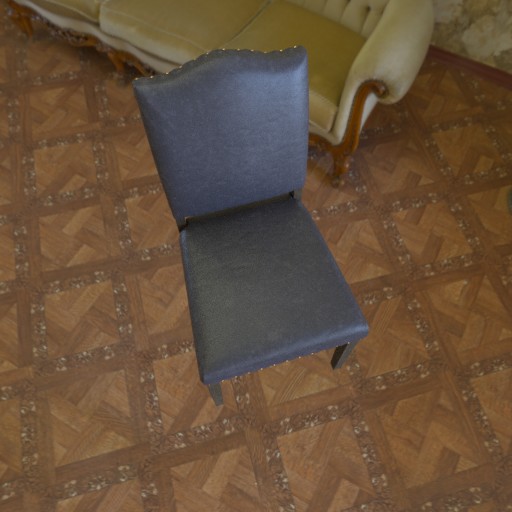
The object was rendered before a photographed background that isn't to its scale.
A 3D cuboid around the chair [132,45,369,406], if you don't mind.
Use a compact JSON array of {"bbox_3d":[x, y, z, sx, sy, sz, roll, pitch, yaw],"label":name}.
[{"bbox_3d":[0.000,0.000,1.339,0.500,0.991,0.633,-15,64,-8],"label":"chair"}]
